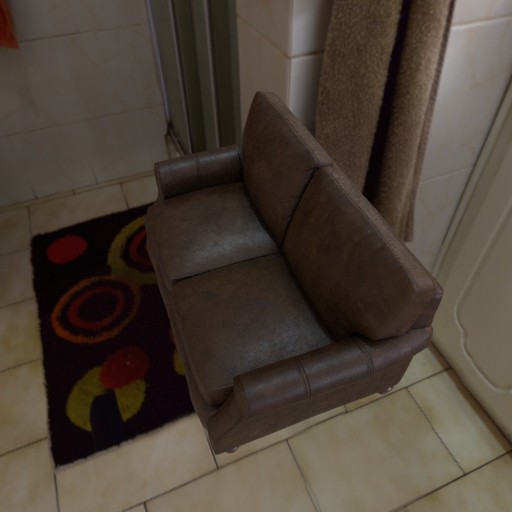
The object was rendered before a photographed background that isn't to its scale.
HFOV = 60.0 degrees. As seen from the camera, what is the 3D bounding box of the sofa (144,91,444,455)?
[{"bbox_3d":[0.000,0.000,2.222,0.990,0.976,1.616,-15,49,-14],"label":"sofa"}]
